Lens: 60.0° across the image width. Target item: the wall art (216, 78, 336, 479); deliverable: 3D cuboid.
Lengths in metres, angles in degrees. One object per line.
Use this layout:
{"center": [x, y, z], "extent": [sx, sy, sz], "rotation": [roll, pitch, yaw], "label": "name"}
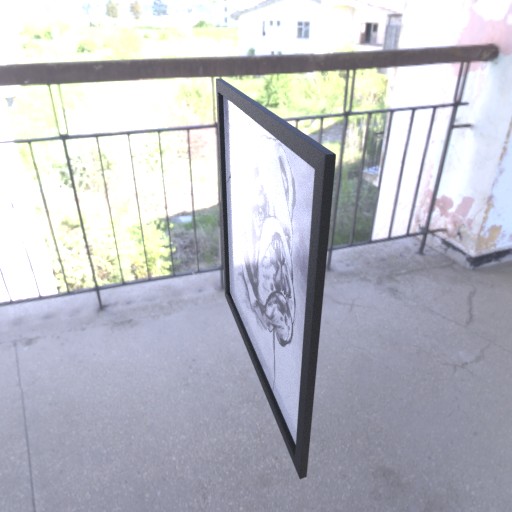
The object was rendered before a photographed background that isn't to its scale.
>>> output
{"center": [0.000, 0.000, 0.994], "extent": [0.016, 0.659, 0.663], "rotation": [-8, 31, -14], "label": "wall art"}
